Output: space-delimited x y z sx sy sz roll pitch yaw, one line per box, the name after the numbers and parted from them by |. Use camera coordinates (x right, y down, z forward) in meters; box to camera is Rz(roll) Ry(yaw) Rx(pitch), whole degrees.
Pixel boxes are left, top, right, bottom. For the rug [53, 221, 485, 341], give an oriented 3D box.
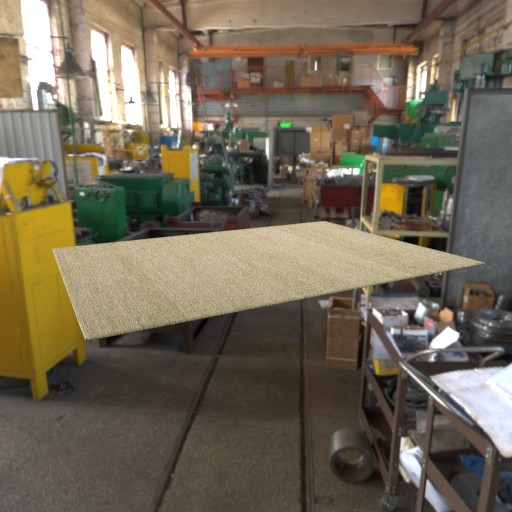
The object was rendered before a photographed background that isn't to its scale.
0.000 0.000 4.904 3.935 0.025 2.782 -8 16 -27 | rug
